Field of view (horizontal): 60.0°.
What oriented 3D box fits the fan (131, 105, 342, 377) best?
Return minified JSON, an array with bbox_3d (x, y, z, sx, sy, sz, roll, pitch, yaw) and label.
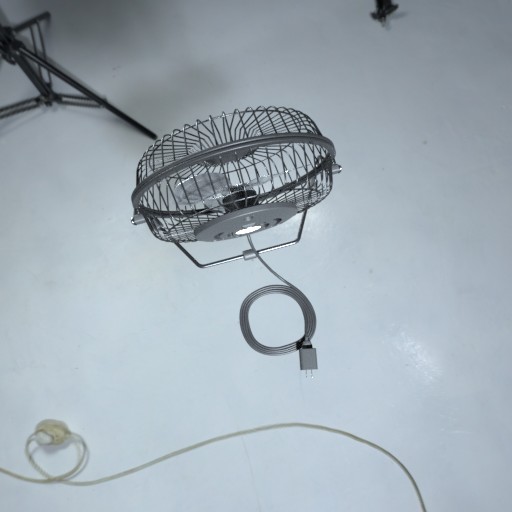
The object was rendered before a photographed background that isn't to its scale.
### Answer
[{"bbox_3d":[0.000,0.000,0.384,0.209,0.188,0.227,-15,76,-4],"label":"fan"}]
